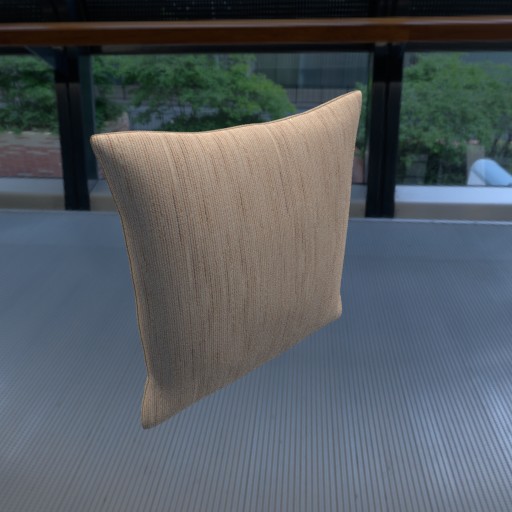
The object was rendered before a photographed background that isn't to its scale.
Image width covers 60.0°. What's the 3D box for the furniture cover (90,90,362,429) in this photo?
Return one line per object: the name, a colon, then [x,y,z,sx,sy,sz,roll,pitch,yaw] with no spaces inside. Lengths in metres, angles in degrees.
furniture cover: [0.000,0.000,0.785,0.512,0.506,0.178,-22,37,-34]
